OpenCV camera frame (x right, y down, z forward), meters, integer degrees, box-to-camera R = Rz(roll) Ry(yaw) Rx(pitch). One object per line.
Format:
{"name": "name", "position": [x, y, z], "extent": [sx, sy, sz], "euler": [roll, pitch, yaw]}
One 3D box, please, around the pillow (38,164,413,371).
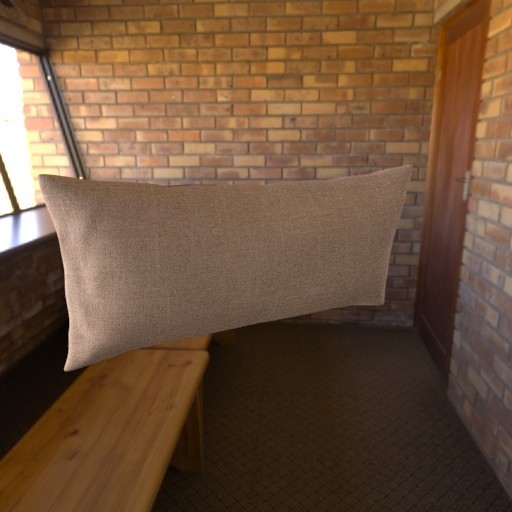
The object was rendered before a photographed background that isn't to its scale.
{"name": "pillow", "position": [0.000, 0.000, 0.720], "extent": [0.612, 0.282, 0.155], "euler": [-7, 16, -27]}
